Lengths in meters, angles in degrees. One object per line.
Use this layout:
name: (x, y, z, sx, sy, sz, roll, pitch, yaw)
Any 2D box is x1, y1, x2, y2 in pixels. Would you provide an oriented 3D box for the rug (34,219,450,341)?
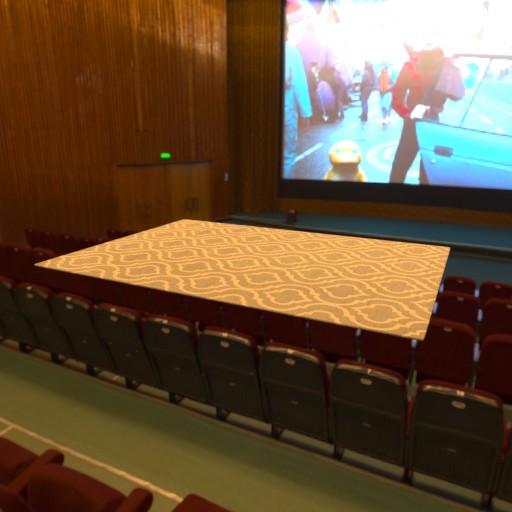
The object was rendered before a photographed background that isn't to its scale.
rug: (0.000, 0.000, 2.678, 2.080, 0.010, 1.451, 8, 18, 25)
